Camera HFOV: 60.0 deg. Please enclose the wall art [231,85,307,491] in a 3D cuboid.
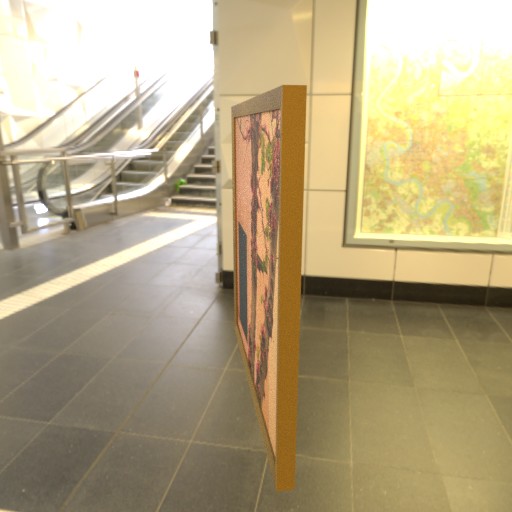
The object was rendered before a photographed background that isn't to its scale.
[{"bbox_3d":[0.000,0.000,1.145,0.038,0.762,0.762,-3,16,-9],"label":"wall art"}]
